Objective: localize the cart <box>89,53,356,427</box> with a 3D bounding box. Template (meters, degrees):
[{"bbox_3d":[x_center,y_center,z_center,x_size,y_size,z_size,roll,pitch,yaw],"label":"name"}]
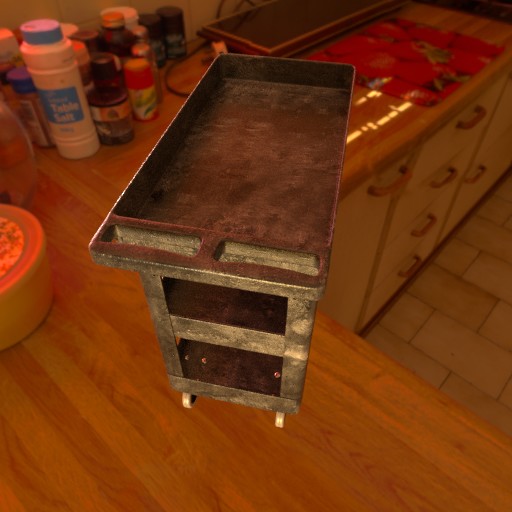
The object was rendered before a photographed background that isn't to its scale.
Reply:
[{"bbox_3d":[0.000,0.000,1.327,0.420,0.824,0.877,9,47,8],"label":"cart"}]
